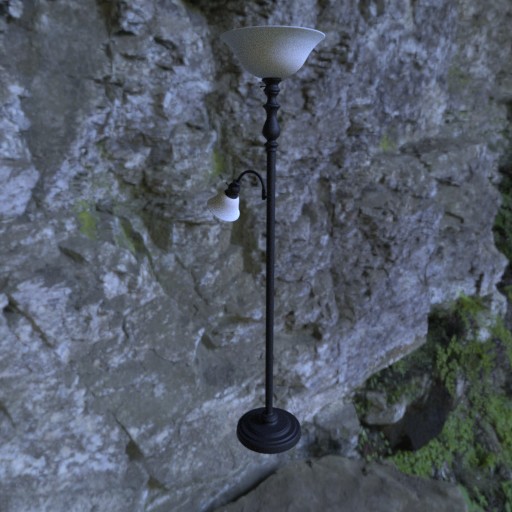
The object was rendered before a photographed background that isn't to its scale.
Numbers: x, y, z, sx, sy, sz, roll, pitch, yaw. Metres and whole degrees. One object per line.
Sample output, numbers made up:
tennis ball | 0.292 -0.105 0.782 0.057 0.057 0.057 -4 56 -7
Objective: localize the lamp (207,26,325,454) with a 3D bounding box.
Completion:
lamp | 0.000 0.000 2.022 0.405 1.793 0.588 -14 21 -41
